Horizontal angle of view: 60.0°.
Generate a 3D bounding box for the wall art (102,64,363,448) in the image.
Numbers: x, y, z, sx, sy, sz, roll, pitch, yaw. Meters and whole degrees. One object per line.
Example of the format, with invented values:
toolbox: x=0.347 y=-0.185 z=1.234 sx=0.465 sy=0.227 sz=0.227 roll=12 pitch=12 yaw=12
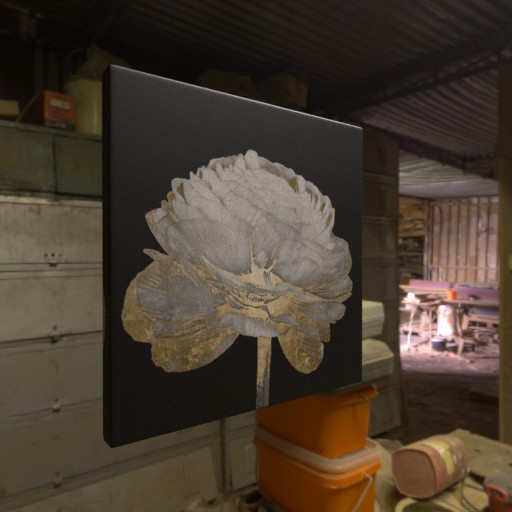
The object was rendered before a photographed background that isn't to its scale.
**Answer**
wall art: x=0.000 y=0.000 z=0.900 sx=0.610 sy=0.611 sz=0.043 roll=0 pitch=1 yaw=-37
